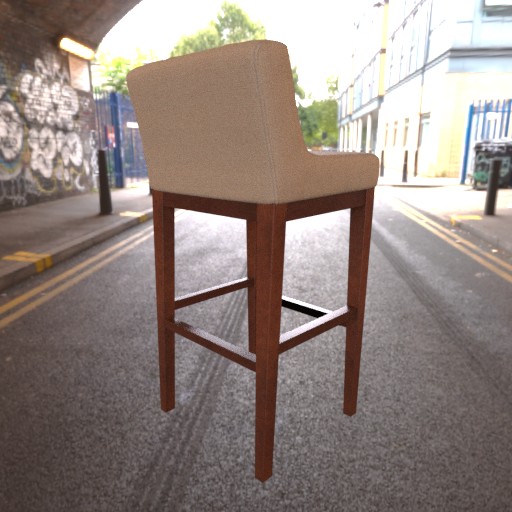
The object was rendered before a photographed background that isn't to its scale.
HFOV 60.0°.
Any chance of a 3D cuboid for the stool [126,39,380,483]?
[{"bbox_3d":[0.000,0.000,1.287,0.511,1.037,0.500,14,19,43],"label":"stool"}]
